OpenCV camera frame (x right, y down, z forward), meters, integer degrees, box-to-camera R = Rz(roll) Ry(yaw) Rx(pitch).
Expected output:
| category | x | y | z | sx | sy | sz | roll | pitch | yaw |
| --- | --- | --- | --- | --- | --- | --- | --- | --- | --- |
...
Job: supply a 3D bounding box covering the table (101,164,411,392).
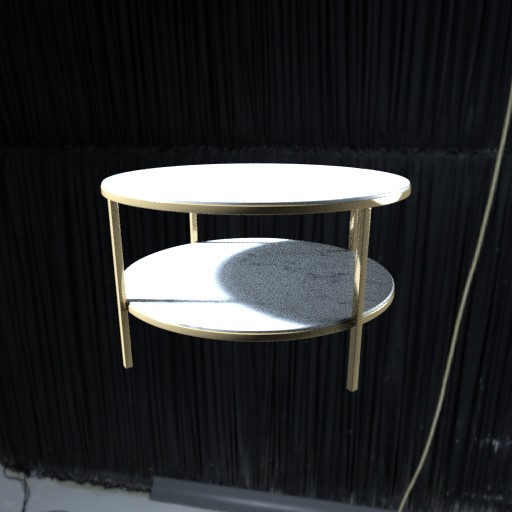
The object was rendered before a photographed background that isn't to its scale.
| category | x | y | z | sx | sy | sz | roll | pitch | yaw |
| --- | --- | --- | --- | --- | --- | --- | --- | --- | --- |
| table | 0.000 | 0.000 | 1.268 | 0.800 | 0.450 | 0.800 | 0 | 17 | 0 |
